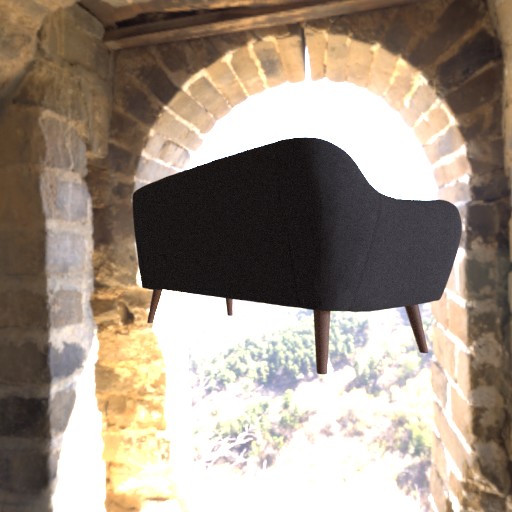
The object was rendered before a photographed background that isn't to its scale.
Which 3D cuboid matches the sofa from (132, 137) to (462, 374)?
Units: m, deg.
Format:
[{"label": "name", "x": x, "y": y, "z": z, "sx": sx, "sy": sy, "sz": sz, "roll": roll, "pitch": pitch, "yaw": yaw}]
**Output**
[{"label": "sofa", "x": 0.000, "y": 0.000, "z": 2.300, "sx": 0.820, "sy": 0.820, "sz": 1.840, "roll": 0, "pitch": 0, "yaw": -36}]
